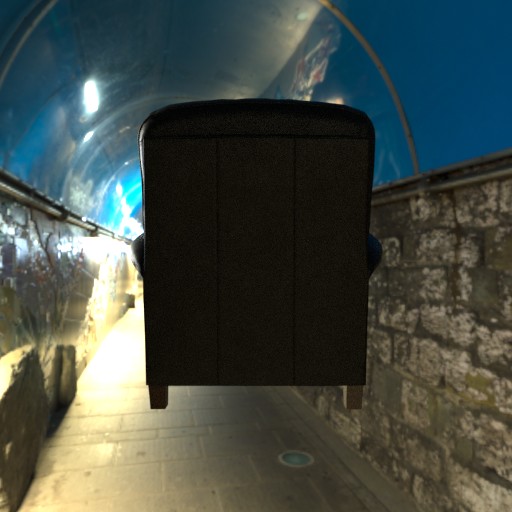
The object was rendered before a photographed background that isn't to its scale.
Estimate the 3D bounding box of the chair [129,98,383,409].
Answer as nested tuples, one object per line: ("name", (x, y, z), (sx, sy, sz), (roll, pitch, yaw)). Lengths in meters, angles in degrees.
("chair", (0.000, 0.000, 1.774), (0.936, 1.018, 0.986), (0, -1, 0))
